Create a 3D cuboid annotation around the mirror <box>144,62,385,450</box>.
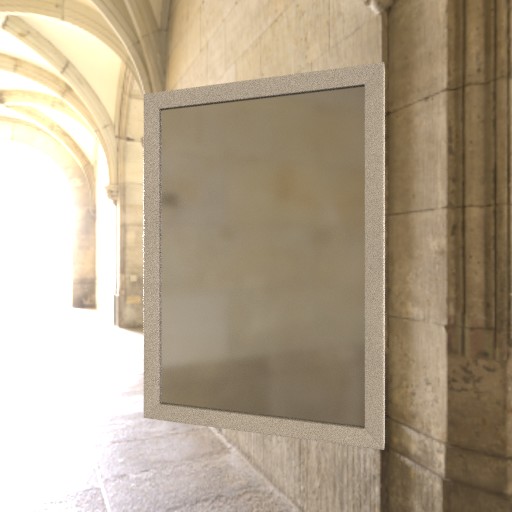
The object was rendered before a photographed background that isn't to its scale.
[{"bbox_3d":[0.000,0.000,0.910,0.507,0.710,0.040,0,0,18],"label":"mirror"}]
